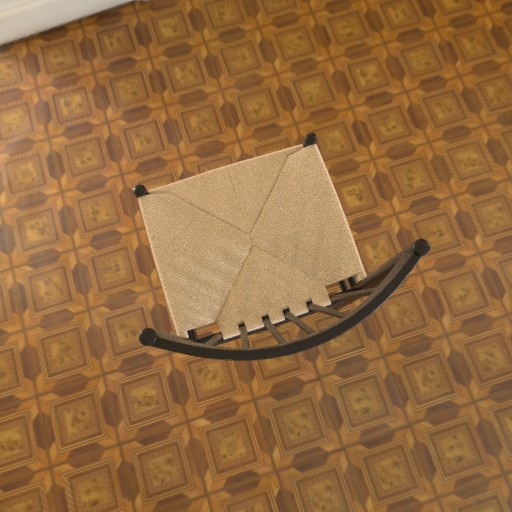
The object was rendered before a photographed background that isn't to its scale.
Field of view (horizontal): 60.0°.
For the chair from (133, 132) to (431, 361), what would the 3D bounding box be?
[{"bbox_3d":[0.000,0.000,1.129,0.495,0.818,0.516,-18,77,-4],"label":"chair"}]
